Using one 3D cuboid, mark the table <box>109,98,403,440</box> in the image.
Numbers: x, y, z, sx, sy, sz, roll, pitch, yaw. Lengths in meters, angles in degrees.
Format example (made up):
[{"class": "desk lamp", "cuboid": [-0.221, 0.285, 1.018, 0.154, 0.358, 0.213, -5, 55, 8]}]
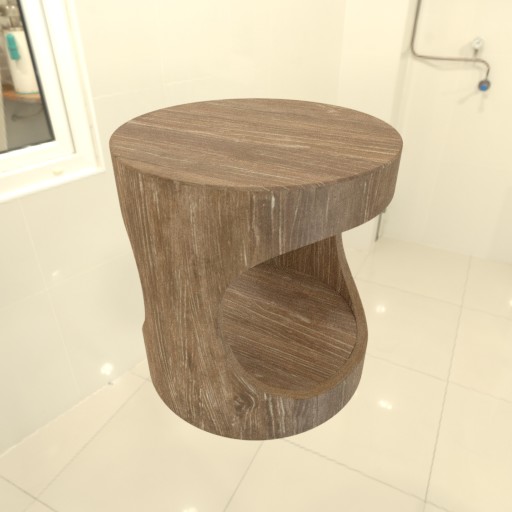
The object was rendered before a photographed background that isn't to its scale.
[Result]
[{"class": "table", "cuboid": [0.000, 0.000, 0.971, 0.527, 0.551, 0.527, 0, 32, 0]}]
